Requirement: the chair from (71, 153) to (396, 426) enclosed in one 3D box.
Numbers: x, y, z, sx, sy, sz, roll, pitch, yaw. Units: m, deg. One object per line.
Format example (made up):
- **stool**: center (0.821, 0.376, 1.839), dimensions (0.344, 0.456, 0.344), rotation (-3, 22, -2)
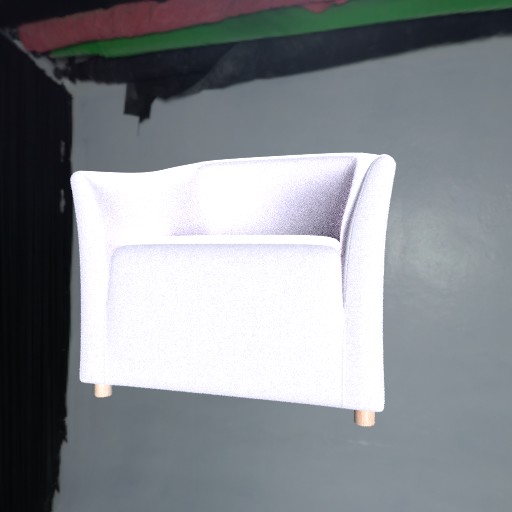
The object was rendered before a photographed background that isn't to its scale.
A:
- **chair**: center (0.000, 0.000, 1.343), dimensions (0.790, 0.720, 0.700), rotation (0, 1, 16)
